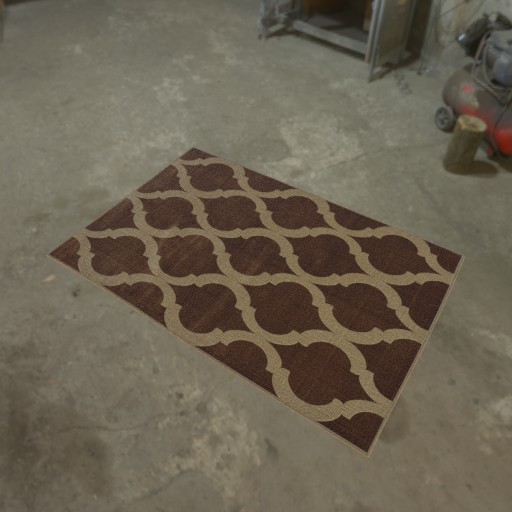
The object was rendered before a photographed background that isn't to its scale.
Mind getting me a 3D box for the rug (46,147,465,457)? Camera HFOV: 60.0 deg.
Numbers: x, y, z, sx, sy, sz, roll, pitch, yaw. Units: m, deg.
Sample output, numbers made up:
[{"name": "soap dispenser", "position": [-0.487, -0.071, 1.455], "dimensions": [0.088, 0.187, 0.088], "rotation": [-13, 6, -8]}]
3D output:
[{"name": "rug", "position": [0.000, 0.000, 2.890], "dimensions": [2.290, 0.014, 1.526], "rotation": [26, 52, 22]}]
